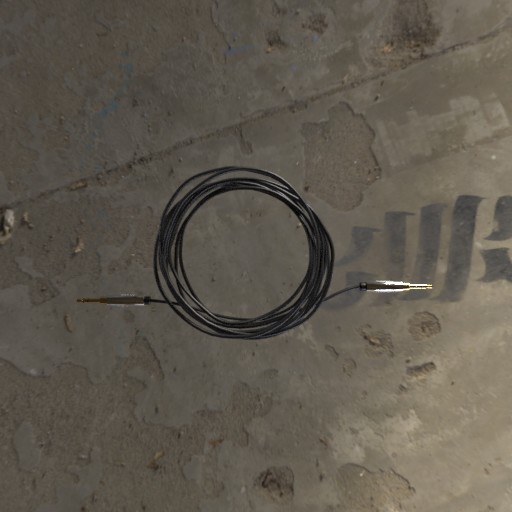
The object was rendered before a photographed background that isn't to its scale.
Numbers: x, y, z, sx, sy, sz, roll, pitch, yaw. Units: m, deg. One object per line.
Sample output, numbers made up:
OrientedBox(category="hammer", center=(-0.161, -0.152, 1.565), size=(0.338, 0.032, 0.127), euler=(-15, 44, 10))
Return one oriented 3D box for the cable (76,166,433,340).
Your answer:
OrientedBox(category="cable", center=(0.000, 0.000, 0.511), size=(0.432, 0.069, 0.198), euler=(0, 89, -1))
